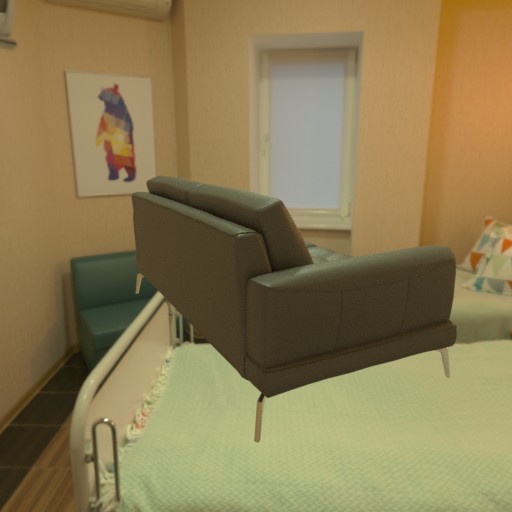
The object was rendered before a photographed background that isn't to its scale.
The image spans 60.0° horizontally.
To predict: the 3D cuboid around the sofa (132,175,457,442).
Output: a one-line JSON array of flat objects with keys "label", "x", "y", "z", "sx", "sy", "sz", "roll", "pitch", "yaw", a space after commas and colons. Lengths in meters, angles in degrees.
[{"label": "sofa", "x": 0.000, "y": 0.000, "z": 2.768, "sx": 1.121, "sy": 0.930, "sz": 2.177, "roll": -7, "pitch": 16, "yaw": -27}]
